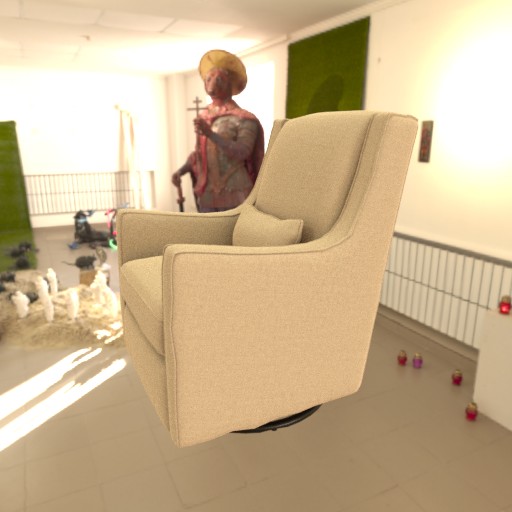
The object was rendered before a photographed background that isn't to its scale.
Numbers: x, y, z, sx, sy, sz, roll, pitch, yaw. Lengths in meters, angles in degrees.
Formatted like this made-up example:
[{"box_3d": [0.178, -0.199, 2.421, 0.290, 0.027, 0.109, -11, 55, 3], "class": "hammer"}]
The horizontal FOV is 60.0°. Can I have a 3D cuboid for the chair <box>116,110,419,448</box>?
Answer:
[{"box_3d": [0.000, 0.000, 1.575, 0.879, 0.993, 0.732, -8, 17, -26], "class": "chair"}]
